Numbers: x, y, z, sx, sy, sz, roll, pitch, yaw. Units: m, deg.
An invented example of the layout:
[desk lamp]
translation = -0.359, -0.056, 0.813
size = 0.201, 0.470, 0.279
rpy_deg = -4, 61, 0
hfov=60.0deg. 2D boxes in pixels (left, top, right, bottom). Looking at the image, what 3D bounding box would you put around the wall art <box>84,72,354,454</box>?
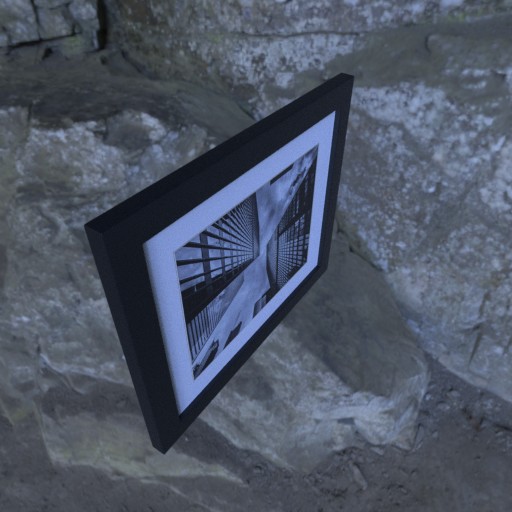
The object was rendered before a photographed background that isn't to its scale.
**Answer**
[wall art]
translation = 0.000, 0.000, 0.755
size = 0.031, 0.457, 0.558
rpy_deg = 25, 46, 26
